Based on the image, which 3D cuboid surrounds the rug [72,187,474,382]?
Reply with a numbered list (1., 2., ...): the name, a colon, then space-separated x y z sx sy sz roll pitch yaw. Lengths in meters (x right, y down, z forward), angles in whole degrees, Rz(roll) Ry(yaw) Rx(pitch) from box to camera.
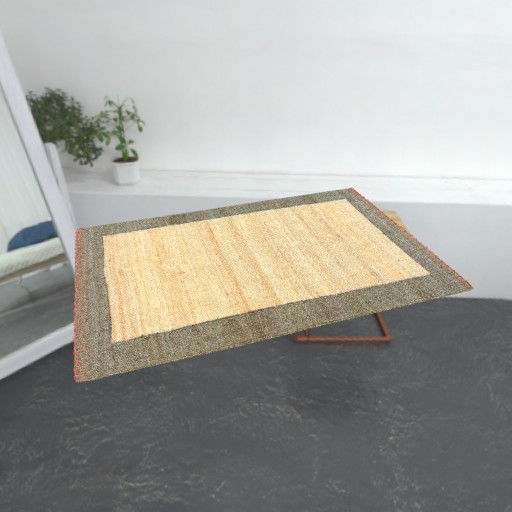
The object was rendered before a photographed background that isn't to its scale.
1. rug: 0.000 0.000 2.360 1.838 0.019 1.220 -10 35 -15
